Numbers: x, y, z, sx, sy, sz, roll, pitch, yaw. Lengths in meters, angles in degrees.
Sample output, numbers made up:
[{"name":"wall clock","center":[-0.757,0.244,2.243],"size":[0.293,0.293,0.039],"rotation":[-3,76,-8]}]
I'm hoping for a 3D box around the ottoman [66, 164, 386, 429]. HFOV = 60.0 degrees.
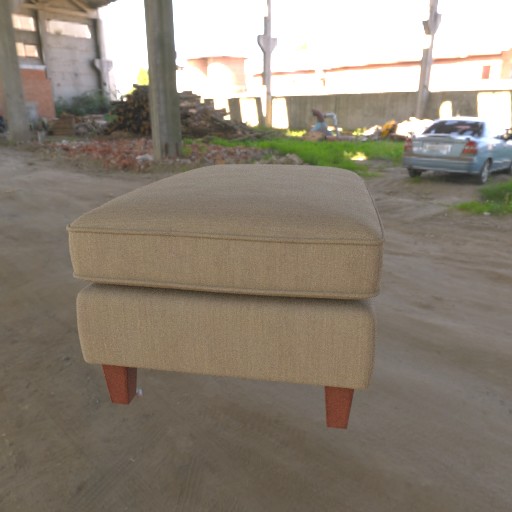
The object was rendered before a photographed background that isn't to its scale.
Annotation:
[{"name":"ottoman","center":[0.000,0.000,1.299],"size":[0.636,0.480,0.941],"rotation":[3,18,9]}]
